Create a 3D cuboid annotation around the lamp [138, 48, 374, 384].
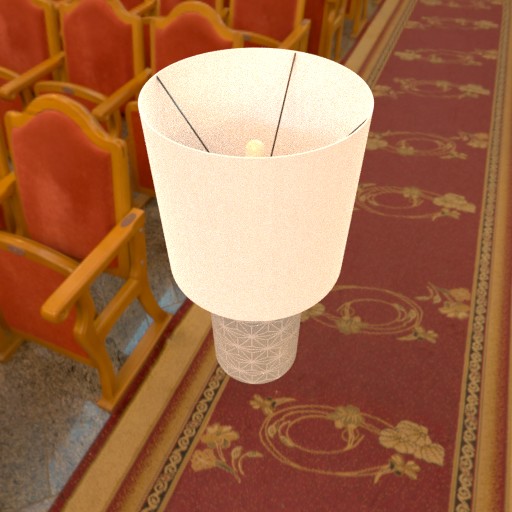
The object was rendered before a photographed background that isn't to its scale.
[{"bbox_3d":[0.000,0.000,0.543,0.206,0.416,0.206,17,48,16],"label":"lamp"}]
